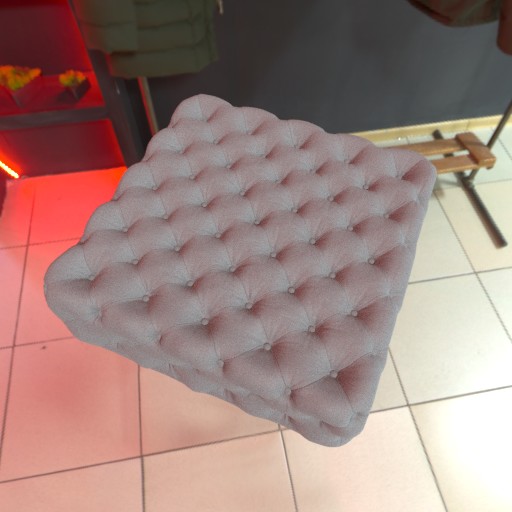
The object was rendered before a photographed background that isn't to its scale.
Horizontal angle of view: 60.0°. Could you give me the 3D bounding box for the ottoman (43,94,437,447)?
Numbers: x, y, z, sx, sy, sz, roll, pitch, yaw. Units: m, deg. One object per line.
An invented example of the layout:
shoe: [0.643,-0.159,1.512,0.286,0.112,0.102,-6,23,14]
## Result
ottoman: [0.000,0.000,1.419,0.911,0.439,0.917,19,59,12]
